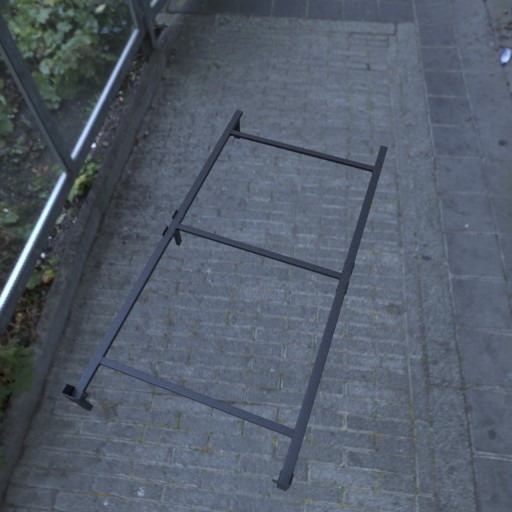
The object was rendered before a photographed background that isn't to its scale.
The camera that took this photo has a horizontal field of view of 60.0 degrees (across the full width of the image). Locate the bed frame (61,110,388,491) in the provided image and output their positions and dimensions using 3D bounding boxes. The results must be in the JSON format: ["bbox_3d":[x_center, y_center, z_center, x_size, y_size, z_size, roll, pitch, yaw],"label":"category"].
[{"bbox_3d":[0.000,0.000,2.257,0.968,0.248,1.897,17,59,11],"label":"bed frame"}]
